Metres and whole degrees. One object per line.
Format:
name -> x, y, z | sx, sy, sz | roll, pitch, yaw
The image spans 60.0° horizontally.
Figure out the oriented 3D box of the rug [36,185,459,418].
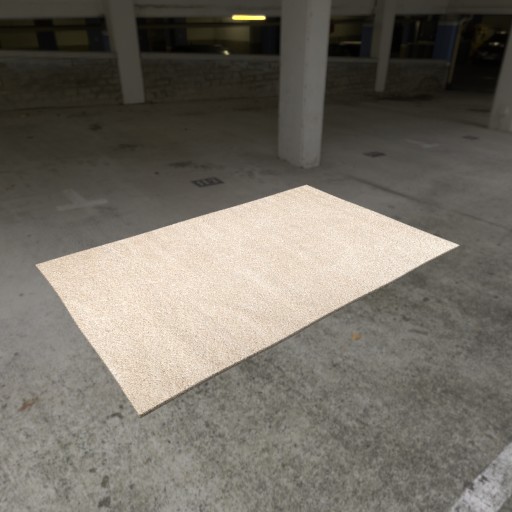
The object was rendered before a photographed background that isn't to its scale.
rug -> 0.000, 0.000, 2.906 | 2.346, 0.025, 1.500 | -21, 35, -33
